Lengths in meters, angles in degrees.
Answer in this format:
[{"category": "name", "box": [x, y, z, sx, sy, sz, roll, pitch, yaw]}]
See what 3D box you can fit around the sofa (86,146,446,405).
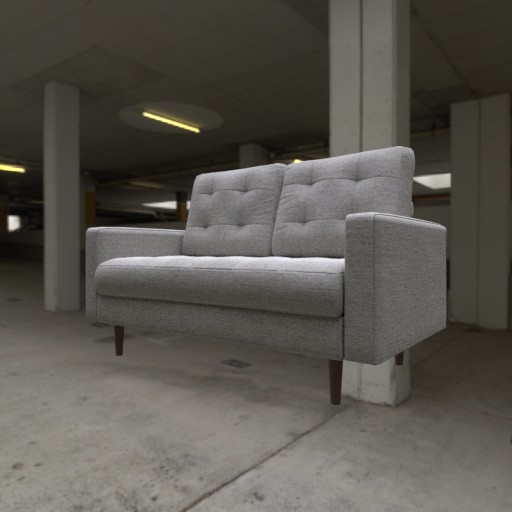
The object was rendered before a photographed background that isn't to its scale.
[{"category": "sofa", "box": [0.000, 0.000, 1.946, 1.407, 0.907, 0.842, 0, 1, 36]}]
